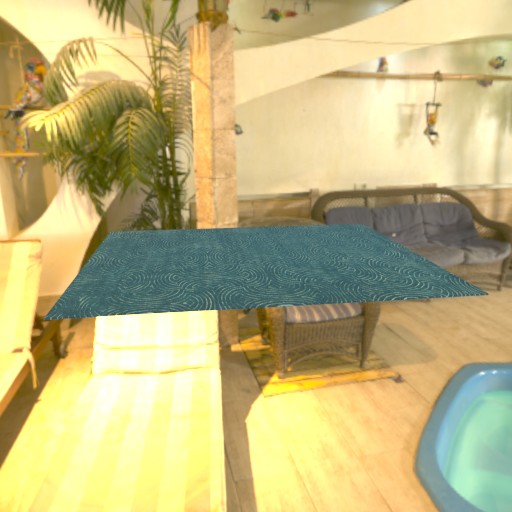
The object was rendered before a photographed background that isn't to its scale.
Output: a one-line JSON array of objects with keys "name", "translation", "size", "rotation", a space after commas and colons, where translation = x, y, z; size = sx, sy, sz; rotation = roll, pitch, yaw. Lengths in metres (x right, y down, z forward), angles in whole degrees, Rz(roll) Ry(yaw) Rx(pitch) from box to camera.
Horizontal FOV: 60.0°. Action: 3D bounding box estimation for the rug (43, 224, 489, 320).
[{"name": "rug", "translation": [0.000, 0.000, 4.133], "size": [3.033, 0.012, 2.432], "rotation": [-2, 16, -8]}]
